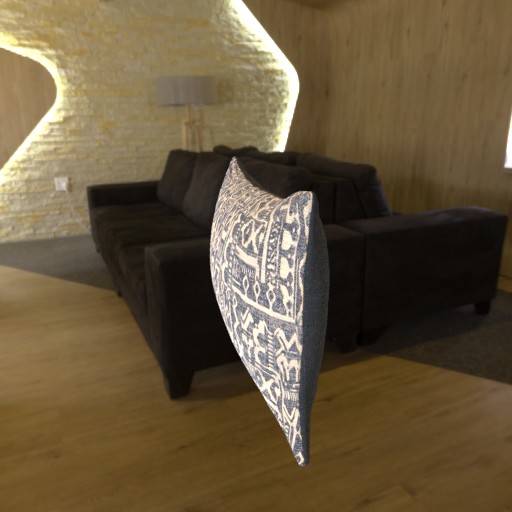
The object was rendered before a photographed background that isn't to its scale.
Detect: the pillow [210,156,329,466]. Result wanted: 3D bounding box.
[{"bbox_3d":[0.000,0.000,0.729,0.148,0.292,0.631,-3,16,-9],"label":"pillow"}]
